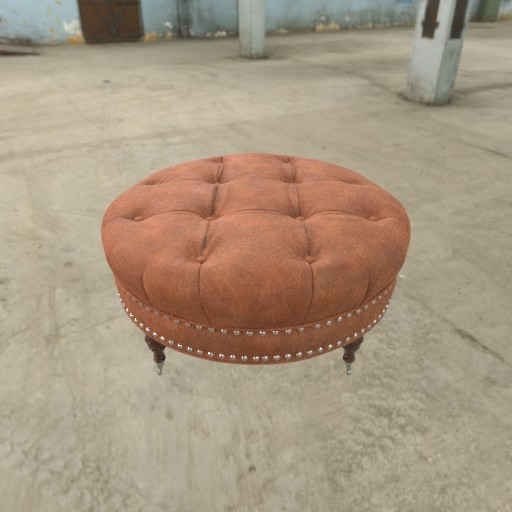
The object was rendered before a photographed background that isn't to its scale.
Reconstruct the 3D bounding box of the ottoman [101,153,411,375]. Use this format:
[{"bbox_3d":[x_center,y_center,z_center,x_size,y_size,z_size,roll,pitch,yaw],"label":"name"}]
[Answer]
[{"bbox_3d":[0.000,0.000,1.386,0.901,0.444,0.901,0,31,0],"label":"ottoman"}]
